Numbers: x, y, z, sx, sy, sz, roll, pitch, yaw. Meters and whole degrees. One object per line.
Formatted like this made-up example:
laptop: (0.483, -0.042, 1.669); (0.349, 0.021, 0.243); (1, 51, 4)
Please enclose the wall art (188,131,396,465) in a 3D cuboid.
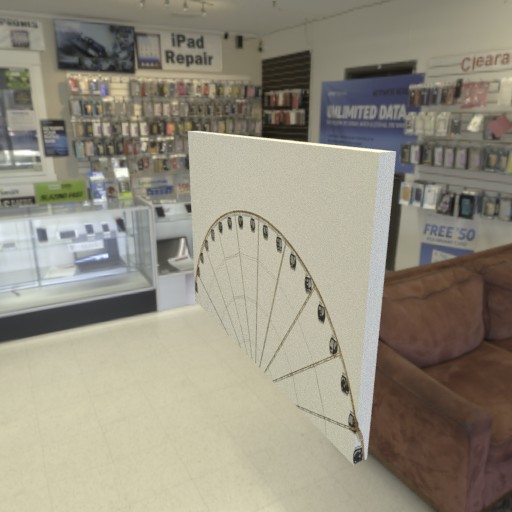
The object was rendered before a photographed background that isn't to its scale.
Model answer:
wall art: (0.000, 0.000, 1.165); (0.038, 0.601, 0.898); (-9, 20, -26)
